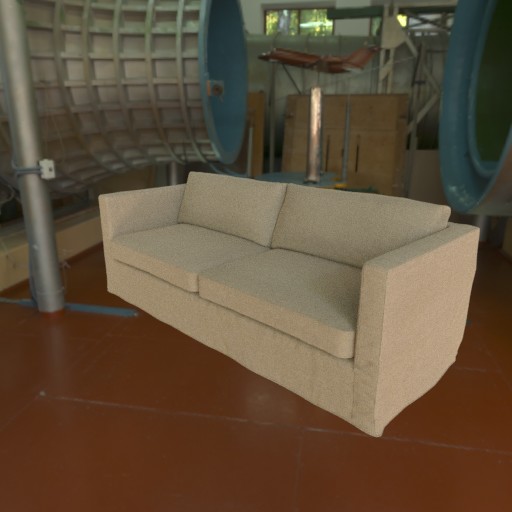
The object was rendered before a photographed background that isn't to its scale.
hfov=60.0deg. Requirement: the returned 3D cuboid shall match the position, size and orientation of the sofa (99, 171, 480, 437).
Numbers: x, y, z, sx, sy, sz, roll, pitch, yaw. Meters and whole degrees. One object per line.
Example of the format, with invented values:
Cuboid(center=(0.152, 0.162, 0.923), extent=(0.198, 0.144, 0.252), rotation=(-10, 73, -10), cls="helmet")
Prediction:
Cuboid(center=(0.000, 0.000, 2.743), extent=(2.296, 0.847, 0.956), rotation=(17, 24, 42), cls="sofa")
